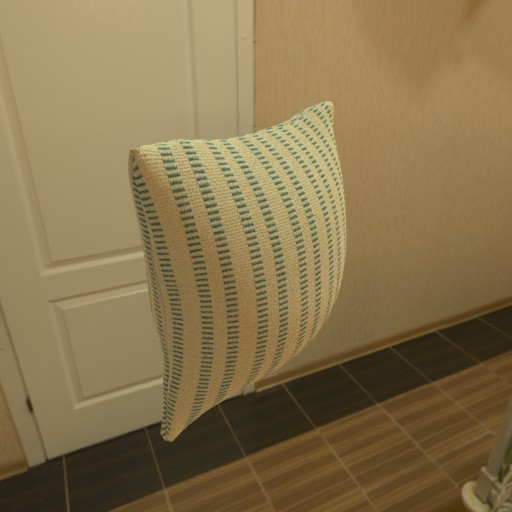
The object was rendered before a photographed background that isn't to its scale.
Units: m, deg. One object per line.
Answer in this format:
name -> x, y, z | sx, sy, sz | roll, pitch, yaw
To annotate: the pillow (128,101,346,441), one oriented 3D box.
pillow -> 0.000, 0.000, 0.693 | 0.247, 0.419, 0.438 | 18, 32, 31
